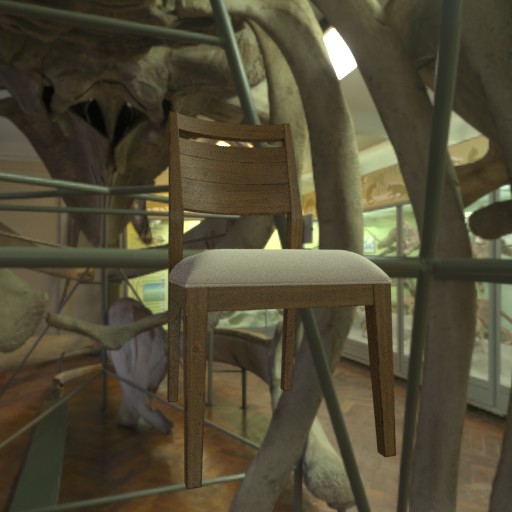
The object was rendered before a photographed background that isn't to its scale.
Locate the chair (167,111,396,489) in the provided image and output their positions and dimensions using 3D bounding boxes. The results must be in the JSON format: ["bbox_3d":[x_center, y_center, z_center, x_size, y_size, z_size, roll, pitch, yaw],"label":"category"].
[{"bbox_3d":[0.000,0.000,1.255,0.497,0.939,0.610,0,0,-18],"label":"chair"}]
